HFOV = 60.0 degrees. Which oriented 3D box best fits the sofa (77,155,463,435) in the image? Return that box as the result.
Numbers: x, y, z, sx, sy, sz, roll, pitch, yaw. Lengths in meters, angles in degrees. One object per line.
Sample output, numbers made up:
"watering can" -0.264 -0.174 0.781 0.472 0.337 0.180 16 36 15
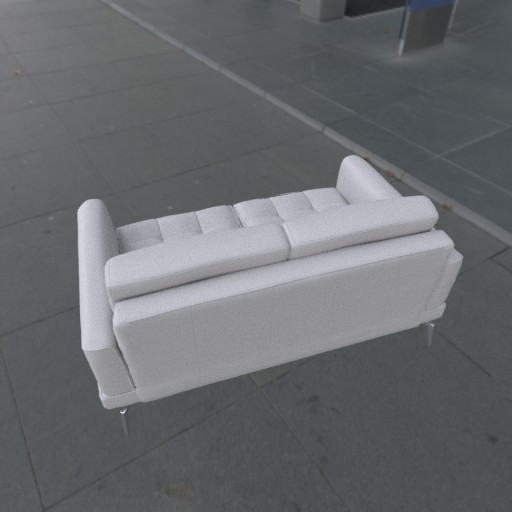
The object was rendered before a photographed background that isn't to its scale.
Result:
"sofa" 0.000 0.000 2.403 1.819 0.930 1.121 -12 43 -13
